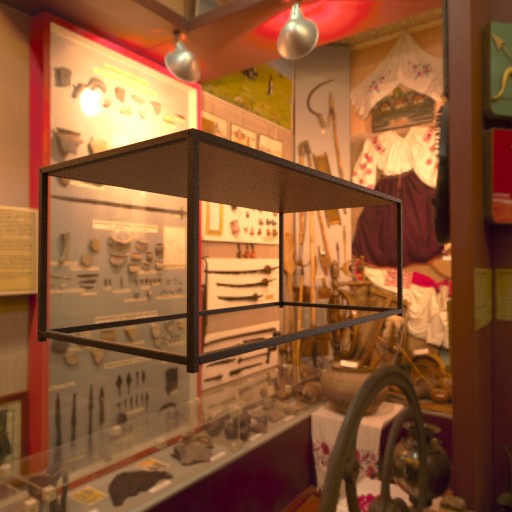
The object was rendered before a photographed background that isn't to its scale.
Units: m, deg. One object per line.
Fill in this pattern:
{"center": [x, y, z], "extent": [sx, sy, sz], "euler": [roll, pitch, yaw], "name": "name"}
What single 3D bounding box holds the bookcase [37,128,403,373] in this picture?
{"center": [0.000, 0.000, 1.266], "extent": [0.500, 0.400, 1.000], "euler": [-1, -1, 37], "name": "bookcase"}
